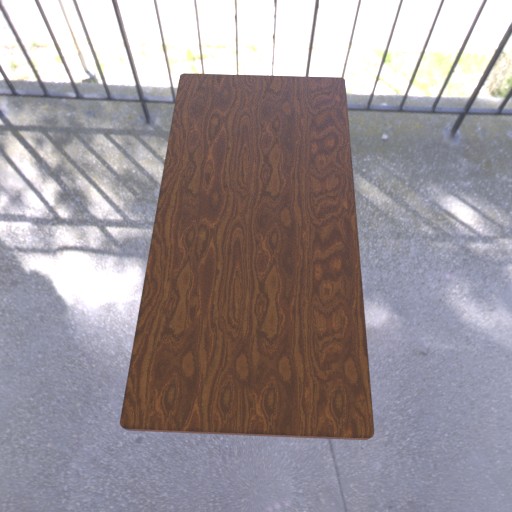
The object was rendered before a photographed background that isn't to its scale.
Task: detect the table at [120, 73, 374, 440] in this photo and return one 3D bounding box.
[{"bbox_3d":[0.000,0.000,2.277,0.883,0.753,1.791,2,62,1],"label":"table"}]
